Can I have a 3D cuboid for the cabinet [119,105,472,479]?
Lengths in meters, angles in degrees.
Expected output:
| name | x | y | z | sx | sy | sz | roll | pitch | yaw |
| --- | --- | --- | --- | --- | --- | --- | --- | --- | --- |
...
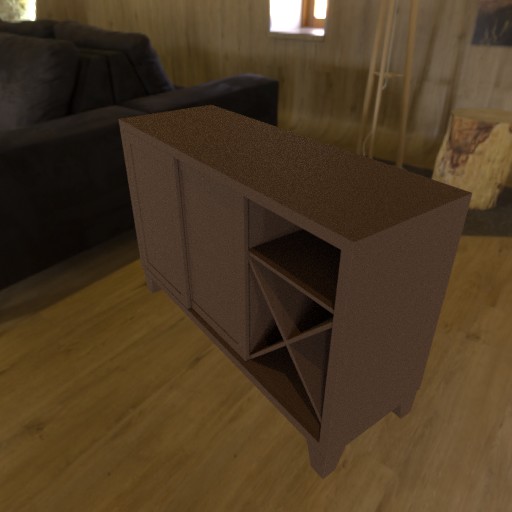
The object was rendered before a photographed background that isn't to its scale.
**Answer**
| name | x | y | z | sx | sy | sz | roll | pitch | yaw |
| --- | --- | --- | --- | --- | --- | --- | --- | --- | --- |
| cabinet | 0.000 | 0.000 | 1.839 | 0.482 | 0.914 | 1.396 | -21 | 37 | -31 |
